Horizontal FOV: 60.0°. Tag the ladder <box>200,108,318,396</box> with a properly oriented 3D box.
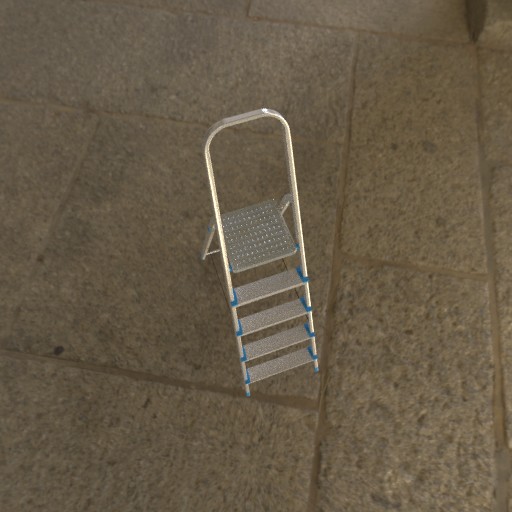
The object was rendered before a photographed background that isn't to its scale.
[{"bbox_3d":[0.000,0.000,2.137,0.468,1.648,0.990,-18,66,-8],"label":"ladder"}]
